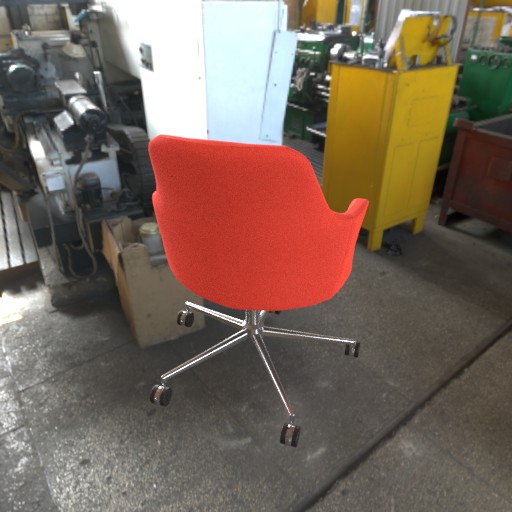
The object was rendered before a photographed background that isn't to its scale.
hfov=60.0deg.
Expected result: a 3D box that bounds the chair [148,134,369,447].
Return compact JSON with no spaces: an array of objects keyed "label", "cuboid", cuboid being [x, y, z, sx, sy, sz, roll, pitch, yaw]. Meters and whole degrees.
[{"label":"chair","cuboid":[0.000,0.000,1.290,0.655,0.820,0.600,9,32,15]}]
